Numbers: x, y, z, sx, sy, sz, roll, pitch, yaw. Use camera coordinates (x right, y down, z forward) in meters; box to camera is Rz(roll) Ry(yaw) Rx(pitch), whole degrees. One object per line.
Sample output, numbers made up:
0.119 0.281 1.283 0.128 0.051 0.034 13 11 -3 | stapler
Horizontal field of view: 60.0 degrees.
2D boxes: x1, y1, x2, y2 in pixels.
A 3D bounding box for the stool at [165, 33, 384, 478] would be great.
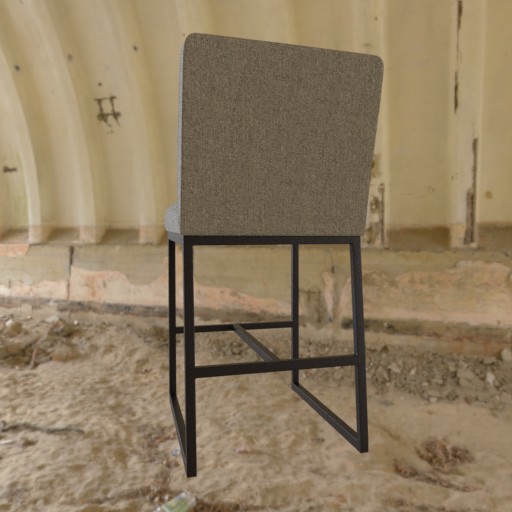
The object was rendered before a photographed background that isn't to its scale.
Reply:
0.000 0.000 1.221 0.460 0.940 0.560 -1 2 -15 | stool
